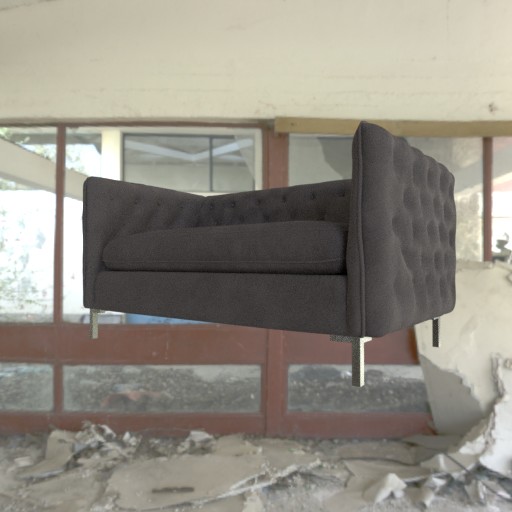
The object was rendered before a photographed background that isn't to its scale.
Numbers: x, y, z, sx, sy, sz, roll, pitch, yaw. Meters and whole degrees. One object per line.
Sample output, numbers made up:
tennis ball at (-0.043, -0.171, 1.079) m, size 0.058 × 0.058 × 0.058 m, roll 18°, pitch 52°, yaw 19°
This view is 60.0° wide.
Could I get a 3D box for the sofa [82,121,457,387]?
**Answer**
sofa at (0.000, 0.000, 2.086) m, size 1.583 × 0.810 × 0.909 m, roll -1°, pitch -1°, yaw 37°
